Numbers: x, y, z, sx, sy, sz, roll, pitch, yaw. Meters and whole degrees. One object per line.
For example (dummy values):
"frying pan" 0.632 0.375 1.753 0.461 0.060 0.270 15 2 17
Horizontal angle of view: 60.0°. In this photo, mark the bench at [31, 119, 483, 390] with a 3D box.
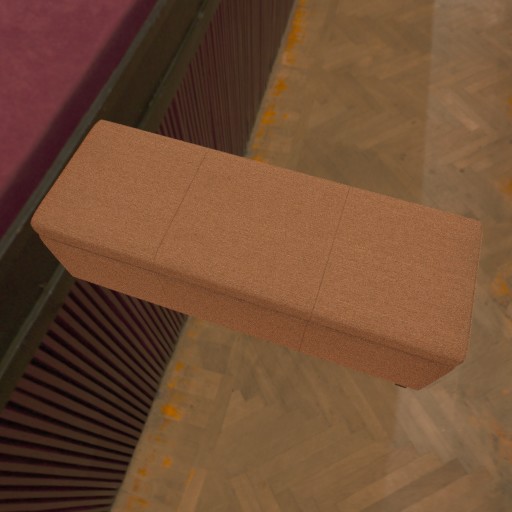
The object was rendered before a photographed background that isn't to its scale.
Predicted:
"bench" 0.000 0.000 1.458 1.269 0.438 0.446 17 64 9
